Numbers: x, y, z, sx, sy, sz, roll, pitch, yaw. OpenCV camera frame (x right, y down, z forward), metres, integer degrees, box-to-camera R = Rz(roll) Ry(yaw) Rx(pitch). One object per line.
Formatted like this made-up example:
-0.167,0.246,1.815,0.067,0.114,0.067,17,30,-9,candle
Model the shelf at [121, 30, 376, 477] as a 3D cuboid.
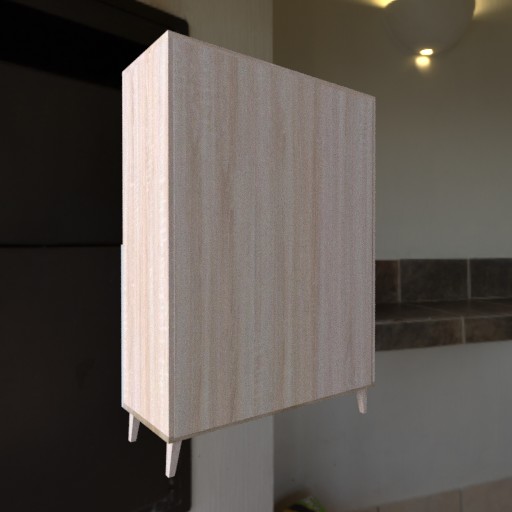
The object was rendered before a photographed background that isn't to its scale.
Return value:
0.000,0.000,1.842,0.995,1.405,0.434,0,1,-37,shelf
